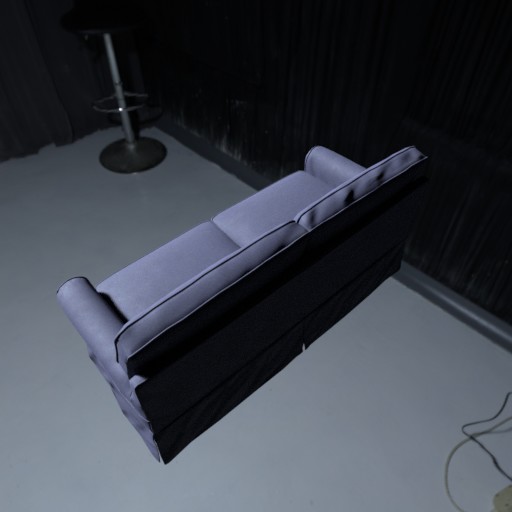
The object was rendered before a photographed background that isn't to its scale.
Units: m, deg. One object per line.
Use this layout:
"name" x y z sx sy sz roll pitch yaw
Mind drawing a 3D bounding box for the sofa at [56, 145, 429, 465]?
"sofa" 0.000 0.000 2.831 2.256 1.094 0.983 -33 54 -28
